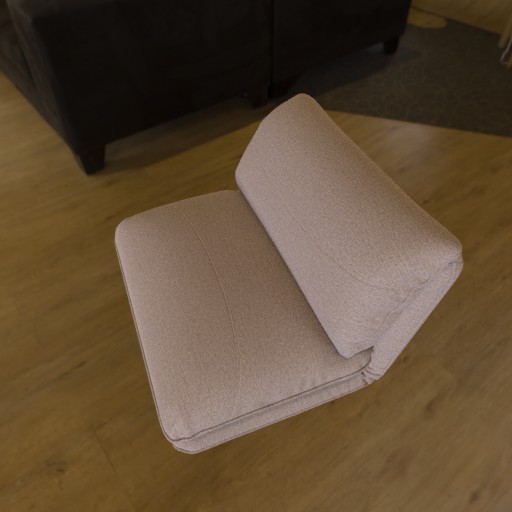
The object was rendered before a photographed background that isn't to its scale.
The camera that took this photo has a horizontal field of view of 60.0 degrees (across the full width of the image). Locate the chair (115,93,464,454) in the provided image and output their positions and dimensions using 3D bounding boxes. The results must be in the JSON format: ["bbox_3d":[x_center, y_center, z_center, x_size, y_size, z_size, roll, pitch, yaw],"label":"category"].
[{"bbox_3d":[0.000,0.000,1.325,0.780,0.580,0.820,-16,48,-15],"label":"chair"}]
